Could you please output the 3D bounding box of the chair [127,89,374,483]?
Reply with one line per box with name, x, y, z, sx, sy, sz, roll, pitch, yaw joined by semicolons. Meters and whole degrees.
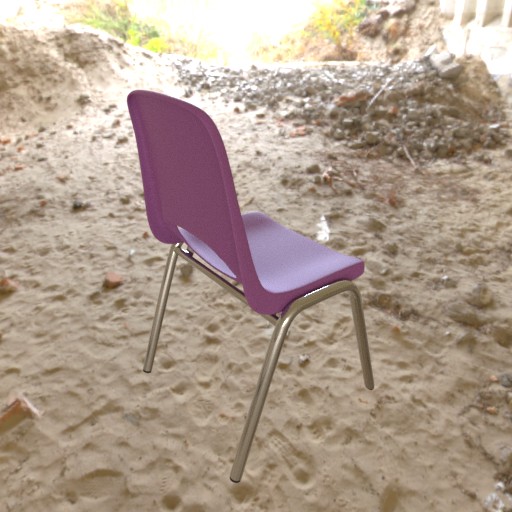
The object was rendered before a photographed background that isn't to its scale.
chair;0.000;0.000;0.674;0.301;0.493;0.291;-20;33;-33
